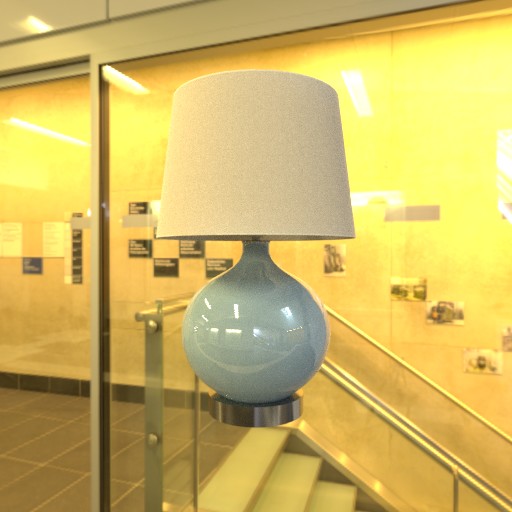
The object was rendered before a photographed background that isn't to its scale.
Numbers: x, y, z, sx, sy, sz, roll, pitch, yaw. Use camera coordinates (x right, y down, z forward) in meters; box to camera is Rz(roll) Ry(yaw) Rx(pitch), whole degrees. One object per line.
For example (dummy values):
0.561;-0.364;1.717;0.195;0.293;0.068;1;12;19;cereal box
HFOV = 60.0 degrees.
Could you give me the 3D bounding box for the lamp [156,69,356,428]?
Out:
0.000;0.000;0.560;0.247;0.387;0.247;0;0;0;lamp
